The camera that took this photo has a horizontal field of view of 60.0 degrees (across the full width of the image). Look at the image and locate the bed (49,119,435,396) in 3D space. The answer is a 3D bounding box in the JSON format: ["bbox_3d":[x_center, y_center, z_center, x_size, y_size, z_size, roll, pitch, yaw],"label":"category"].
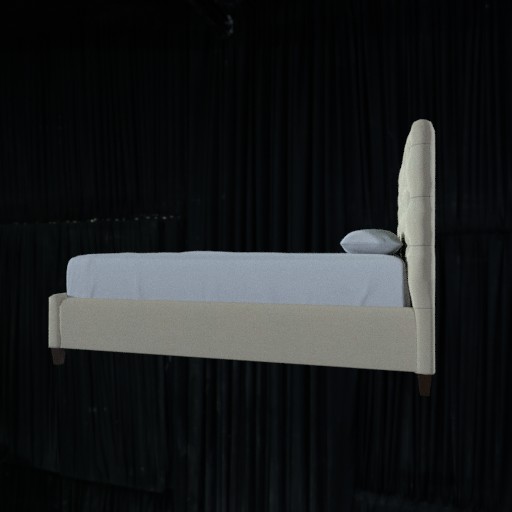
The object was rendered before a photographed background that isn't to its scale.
[{"bbox_3d":[0.000,0.000,3.390,2.387,1.427,1.698,0,1,16],"label":"bed"}]
